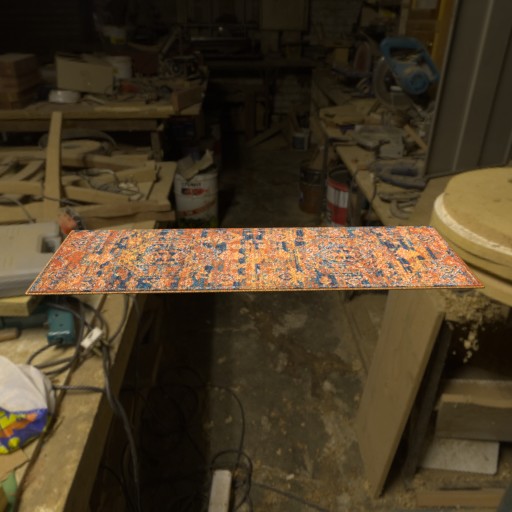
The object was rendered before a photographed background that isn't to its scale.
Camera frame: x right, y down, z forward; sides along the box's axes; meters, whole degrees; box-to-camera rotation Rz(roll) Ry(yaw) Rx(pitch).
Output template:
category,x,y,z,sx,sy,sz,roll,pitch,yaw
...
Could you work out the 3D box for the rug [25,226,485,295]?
category,x,y,z,sx,sy,sz,roll,pitch,yaw
rug,0.000,0.000,1.986,1.820,0.013,0.556,-1,30,-1
